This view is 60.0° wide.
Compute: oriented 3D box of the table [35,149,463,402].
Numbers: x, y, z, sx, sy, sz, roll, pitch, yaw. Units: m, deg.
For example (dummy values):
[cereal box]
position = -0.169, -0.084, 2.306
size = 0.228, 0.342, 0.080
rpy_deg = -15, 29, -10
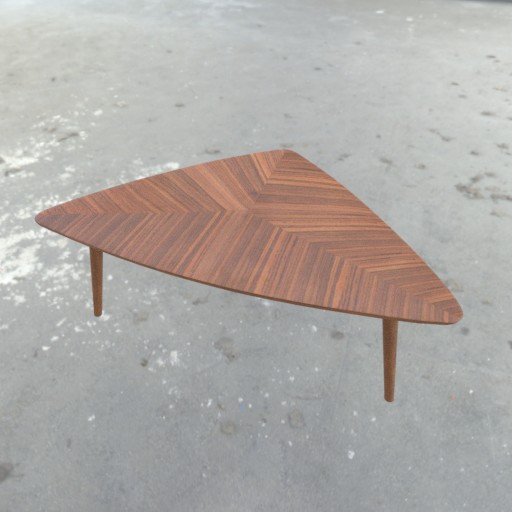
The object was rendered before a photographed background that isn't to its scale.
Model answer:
[table]
position = 0.000, 0.000, 1.264
size = 1.008, 0.365, 0.601
rpy_deg = 13, 44, 14
